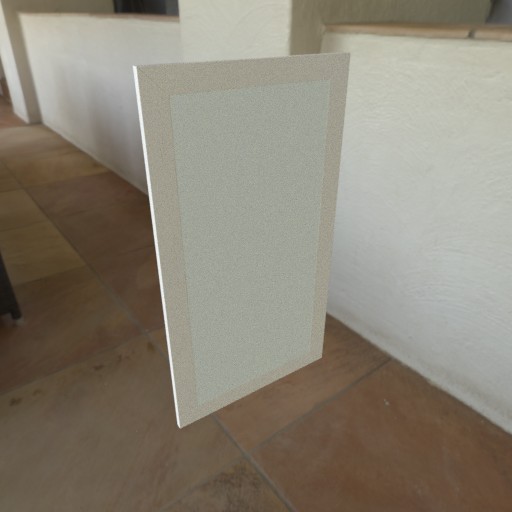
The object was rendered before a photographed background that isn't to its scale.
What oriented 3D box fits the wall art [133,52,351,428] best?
[{"bbox_3d":[0.000,0.000,0.834,0.380,0.683,0.013,-18,34,-29],"label":"wall art"}]
